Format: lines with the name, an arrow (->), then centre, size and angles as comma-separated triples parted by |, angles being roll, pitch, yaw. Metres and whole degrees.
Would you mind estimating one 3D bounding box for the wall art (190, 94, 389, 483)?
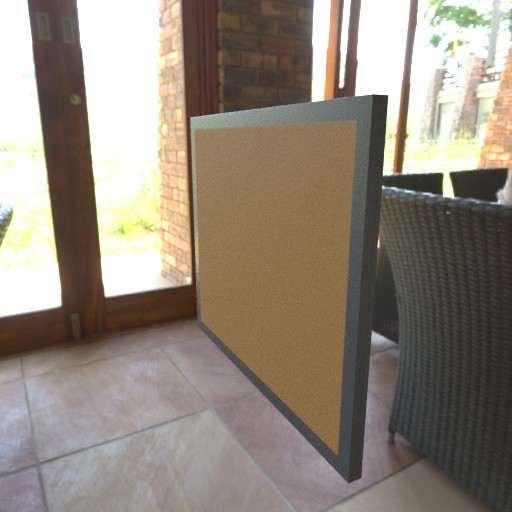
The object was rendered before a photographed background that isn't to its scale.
wall art -> 0.000, 0.000, 0.891 | 0.026, 0.558, 0.660 | -7, 16, -26
